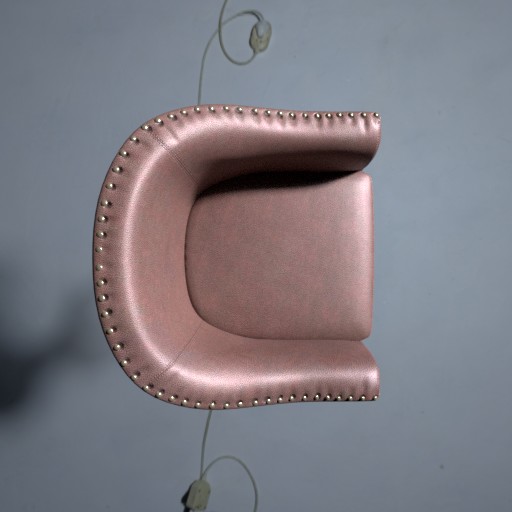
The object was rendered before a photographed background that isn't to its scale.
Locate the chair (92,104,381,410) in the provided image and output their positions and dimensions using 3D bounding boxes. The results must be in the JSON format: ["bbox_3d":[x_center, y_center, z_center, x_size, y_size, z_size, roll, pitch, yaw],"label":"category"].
[{"bbox_3d":[0.000,0.000,1.420,0.748,0.823,0.794,0,91,1],"label":"chair"}]
